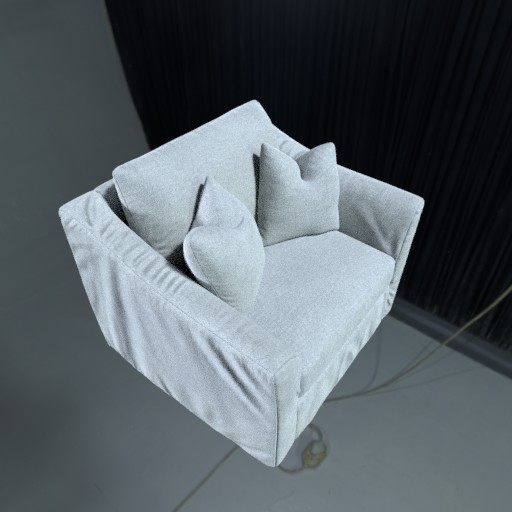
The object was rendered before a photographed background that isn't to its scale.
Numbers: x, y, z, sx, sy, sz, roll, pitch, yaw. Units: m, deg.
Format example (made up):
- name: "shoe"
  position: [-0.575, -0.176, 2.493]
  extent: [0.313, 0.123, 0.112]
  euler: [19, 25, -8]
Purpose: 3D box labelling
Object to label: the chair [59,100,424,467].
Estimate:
- name: "chair"
  position: [0.000, 0.000, 2.048]
  extent: [1.071, 1.059, 1.194]
  euler: [27, 48, 27]
